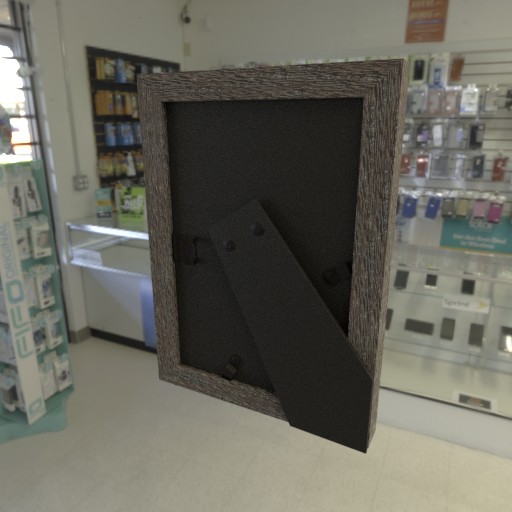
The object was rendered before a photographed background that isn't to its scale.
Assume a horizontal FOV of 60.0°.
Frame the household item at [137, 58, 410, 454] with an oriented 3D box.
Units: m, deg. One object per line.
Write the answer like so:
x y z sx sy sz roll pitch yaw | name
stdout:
0.000 0.000 0.230 0.133 0.180 0.020 9 19 26 | household item
